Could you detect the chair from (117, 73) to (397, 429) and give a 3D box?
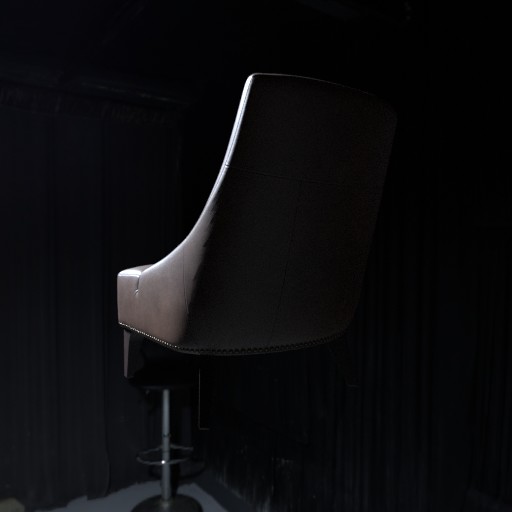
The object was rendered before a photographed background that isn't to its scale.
[{"bbox_3d":[0.000,0.000,1.505,0.701,0.909,0.861,-2,3,-36],"label":"chair"}]
